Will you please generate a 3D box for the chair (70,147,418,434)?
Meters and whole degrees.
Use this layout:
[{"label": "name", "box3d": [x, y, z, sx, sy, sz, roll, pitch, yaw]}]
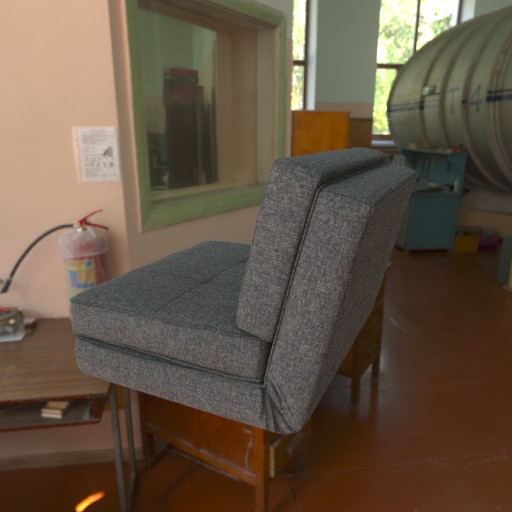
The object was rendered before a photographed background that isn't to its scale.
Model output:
[{"label": "chair", "box3d": [0.000, 0.000, 1.317, 0.800, 0.615, 0.740, 7, 18, 25]}]
